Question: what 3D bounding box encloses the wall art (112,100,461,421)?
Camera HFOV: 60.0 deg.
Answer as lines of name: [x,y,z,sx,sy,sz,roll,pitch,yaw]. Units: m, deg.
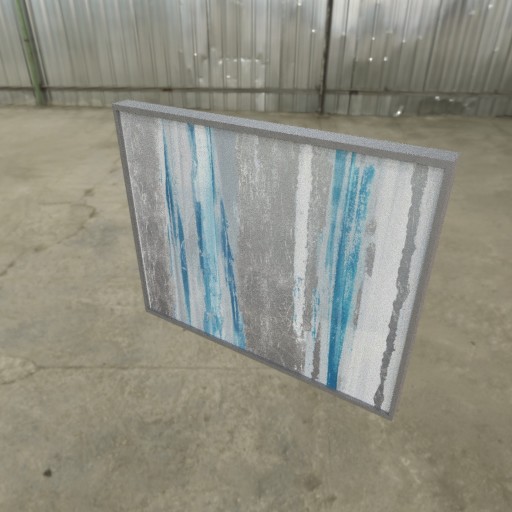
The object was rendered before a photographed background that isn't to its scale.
wall art: [0.000,0.000,0.763,0.557,0.450,0.037,18,36,27]
